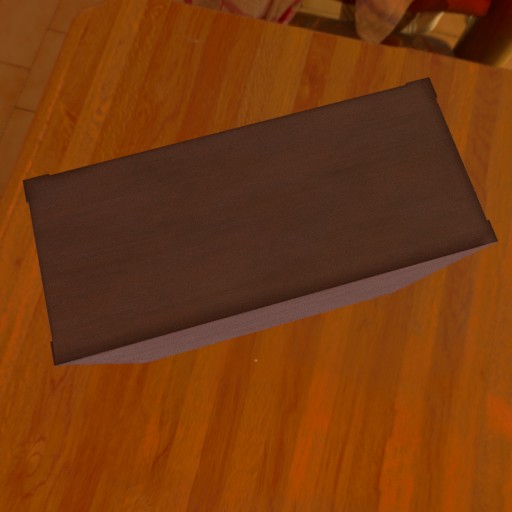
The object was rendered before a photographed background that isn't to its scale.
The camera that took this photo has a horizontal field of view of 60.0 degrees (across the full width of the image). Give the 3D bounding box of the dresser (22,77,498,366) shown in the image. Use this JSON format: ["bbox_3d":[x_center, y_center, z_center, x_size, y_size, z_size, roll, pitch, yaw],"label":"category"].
[{"bbox_3d":[0.000,0.000,1.534,1.049,0.986,0.463,-15,77,-4],"label":"dresser"}]
